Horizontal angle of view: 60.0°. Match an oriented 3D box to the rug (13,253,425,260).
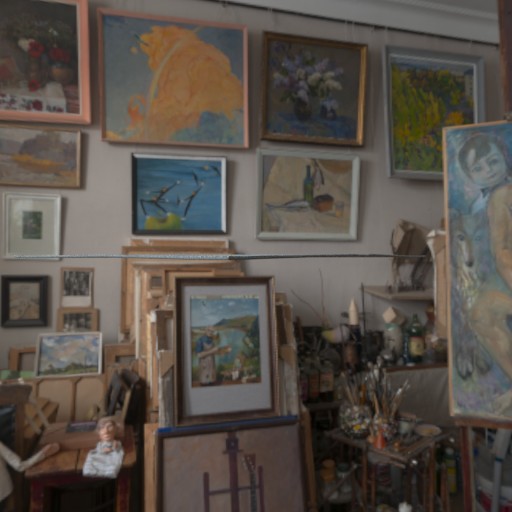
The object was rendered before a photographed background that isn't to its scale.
[{"bbox_3d":[0.000,0.000,2.261,1.174,0.022,1.853,0,0,37],"label":"rug"}]
